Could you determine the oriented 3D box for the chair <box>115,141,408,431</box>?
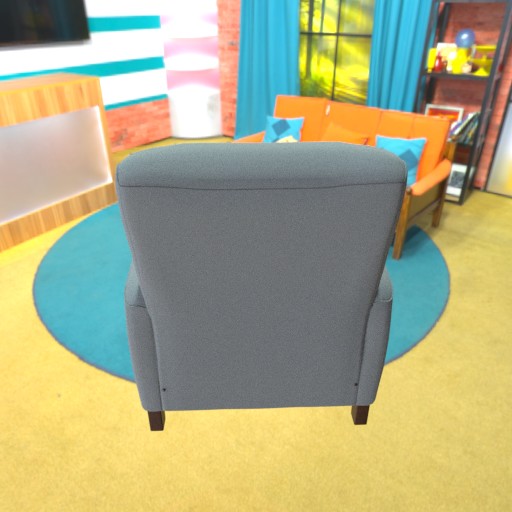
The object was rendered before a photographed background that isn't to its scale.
[{"bbox_3d":[0.000,0.000,1.594,0.853,1.007,0.846,-1,30,-2],"label":"chair"}]
